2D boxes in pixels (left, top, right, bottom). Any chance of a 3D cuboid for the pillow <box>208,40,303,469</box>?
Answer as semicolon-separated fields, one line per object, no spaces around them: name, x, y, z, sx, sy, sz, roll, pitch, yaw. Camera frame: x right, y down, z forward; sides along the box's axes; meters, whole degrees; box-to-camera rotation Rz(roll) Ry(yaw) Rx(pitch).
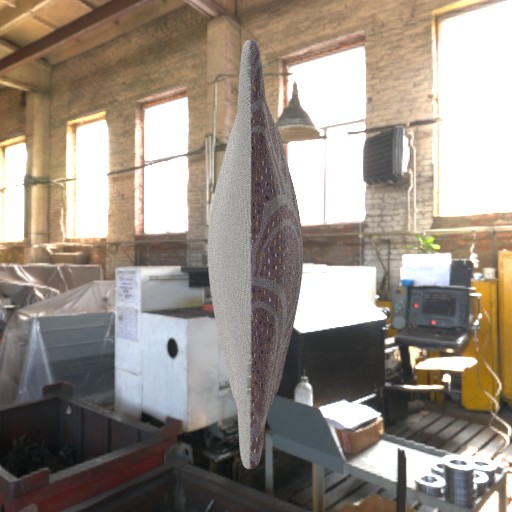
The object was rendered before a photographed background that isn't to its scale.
pillow;0.000;0.000;0.776;0.163;0.513;0.514;0;-1;1
